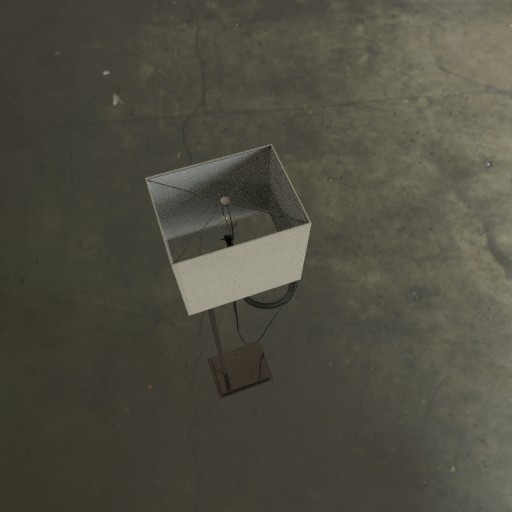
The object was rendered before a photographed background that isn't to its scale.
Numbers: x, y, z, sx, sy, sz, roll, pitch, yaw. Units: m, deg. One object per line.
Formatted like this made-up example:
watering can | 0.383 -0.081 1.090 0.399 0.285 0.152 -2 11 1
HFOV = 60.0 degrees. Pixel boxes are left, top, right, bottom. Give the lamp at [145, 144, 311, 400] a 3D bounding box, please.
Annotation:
lamp | 0.000 0.000 1.964 0.698 1.600 0.774 -17 62 -10
